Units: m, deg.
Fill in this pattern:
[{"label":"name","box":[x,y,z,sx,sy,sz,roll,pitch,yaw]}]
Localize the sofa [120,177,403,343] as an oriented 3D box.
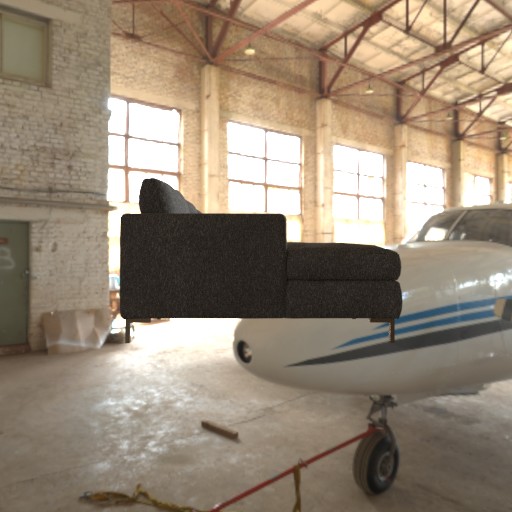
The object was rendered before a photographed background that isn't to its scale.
[{"label":"sofa","box":[0.000,0.000,3.526,1.350,0.810,2.932,0,0,-1]}]
